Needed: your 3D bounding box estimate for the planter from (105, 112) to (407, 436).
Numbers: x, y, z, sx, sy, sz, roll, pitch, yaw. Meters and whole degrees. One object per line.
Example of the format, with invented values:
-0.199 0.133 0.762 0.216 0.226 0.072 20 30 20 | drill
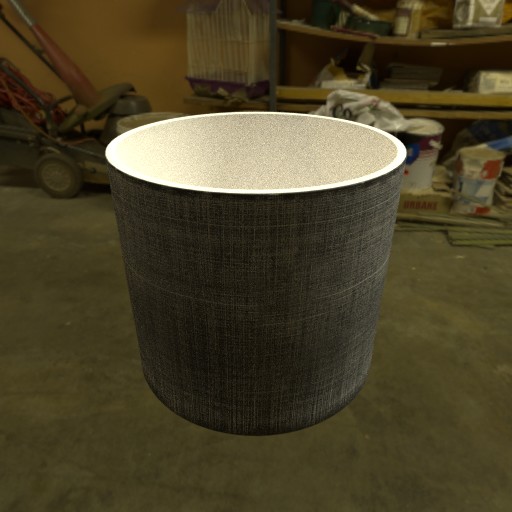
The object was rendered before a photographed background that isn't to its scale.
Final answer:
0.000 0.000 0.387 0.221 0.201 0.221 0 29 0 | planter
